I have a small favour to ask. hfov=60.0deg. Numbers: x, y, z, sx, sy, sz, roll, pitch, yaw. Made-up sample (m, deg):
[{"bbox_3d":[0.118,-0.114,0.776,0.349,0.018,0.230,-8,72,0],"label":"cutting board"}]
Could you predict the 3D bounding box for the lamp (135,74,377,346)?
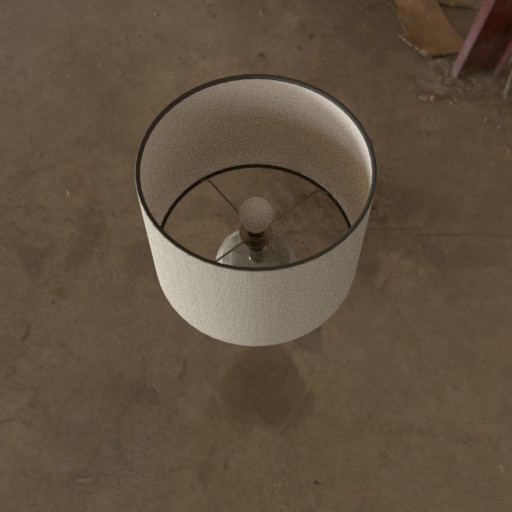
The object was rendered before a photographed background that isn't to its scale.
[{"bbox_3d":[0.000,0.000,0.864,0.376,0.594,0.376,0,65,0],"label":"lamp"}]
